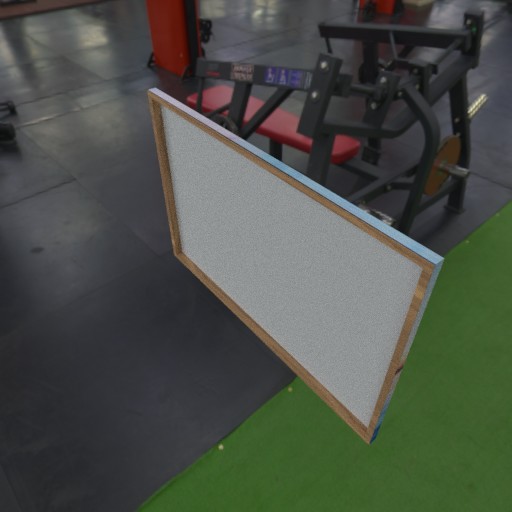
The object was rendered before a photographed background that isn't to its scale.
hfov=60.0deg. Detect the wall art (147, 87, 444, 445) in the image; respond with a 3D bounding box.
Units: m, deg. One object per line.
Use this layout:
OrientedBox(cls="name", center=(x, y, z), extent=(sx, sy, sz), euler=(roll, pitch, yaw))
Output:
OrientedBox(cls="wall art", center=(0.000, 0.000, 1.448), extent=(0.034, 0.756, 1.137), euler=(-29, 49, -28))
